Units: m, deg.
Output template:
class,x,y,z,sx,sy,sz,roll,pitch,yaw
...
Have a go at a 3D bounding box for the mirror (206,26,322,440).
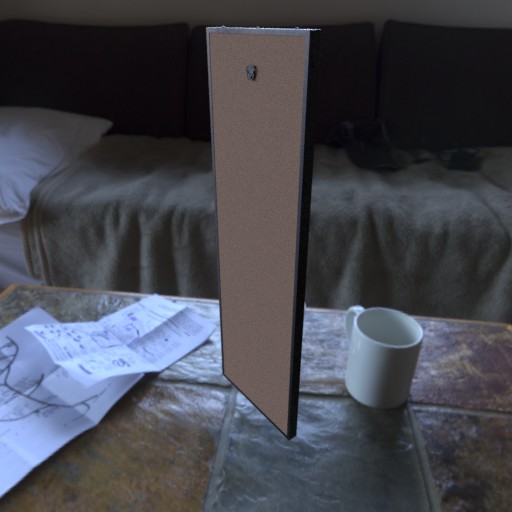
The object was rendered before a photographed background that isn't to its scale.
class,x,y,z,sx,sy,sz,roll,pitch,yaw
mirror,0.000,0.000,1.176,0.042,1.080,0.354,-20,34,-33
